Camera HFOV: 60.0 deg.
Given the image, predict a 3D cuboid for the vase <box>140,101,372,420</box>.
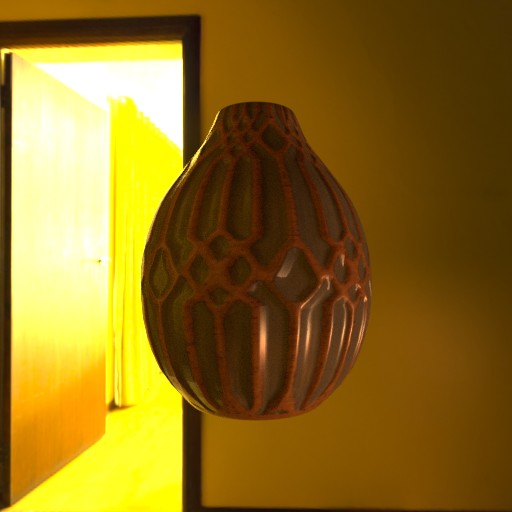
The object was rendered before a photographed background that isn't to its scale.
[{"bbox_3d":[0.000,0.000,0.137,0.069,0.088,0.069,0,0,0],"label":"vase"}]
